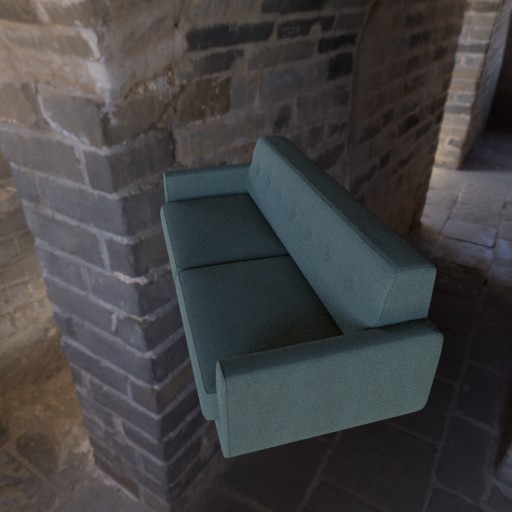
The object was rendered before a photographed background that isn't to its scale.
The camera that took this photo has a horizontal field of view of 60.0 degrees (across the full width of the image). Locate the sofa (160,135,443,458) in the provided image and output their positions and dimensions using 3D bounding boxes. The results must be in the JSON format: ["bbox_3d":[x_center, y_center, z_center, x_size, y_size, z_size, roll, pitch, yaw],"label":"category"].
[{"bbox_3d":[0.000,0.000,2.455,0.909,0.841,2.029,-8,32,-13],"label":"sofa"}]
